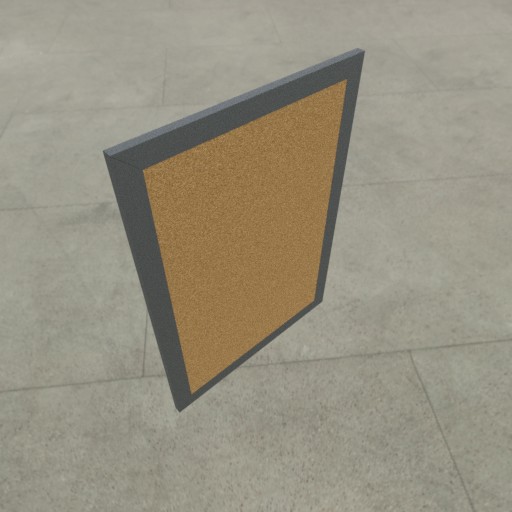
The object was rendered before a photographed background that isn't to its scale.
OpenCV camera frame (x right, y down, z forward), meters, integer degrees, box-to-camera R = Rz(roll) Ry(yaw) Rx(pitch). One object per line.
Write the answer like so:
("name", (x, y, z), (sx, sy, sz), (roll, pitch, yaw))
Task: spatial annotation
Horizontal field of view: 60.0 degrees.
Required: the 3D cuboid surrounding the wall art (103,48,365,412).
("wall art", (0.000, 0.000, 0.696), (0.380, 0.534, 0.013), (-33, 54, -28))
